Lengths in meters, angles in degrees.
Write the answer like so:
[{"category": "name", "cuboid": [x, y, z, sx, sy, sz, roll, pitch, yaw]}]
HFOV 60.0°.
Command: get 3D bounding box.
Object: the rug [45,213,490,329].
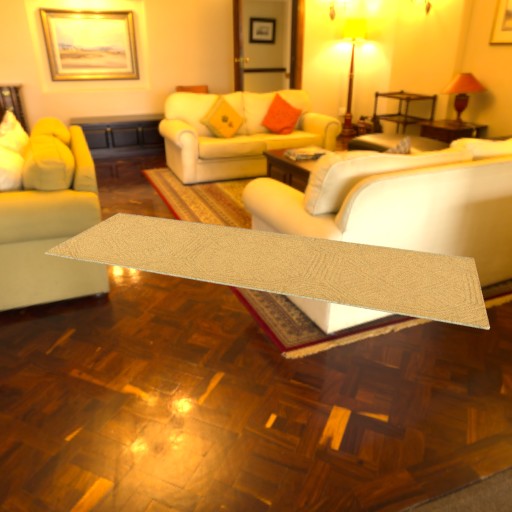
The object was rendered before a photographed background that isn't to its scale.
[{"category": "rug", "cuboid": [0.000, 0.000, 2.649, 2.452, 0.012, 0.775, 8, 26, 17]}]
